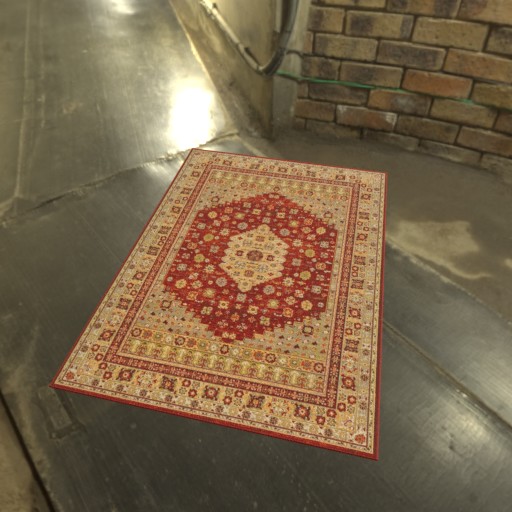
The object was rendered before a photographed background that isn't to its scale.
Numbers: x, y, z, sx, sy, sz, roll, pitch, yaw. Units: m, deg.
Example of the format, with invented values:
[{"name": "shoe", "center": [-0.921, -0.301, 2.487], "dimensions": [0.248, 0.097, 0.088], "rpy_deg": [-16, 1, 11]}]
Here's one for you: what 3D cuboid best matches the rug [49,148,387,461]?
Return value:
[{"name": "rug", "center": [0.000, 0.000, 2.815], "dimensions": [1.593, 0.013, 2.211], "rpy_deg": [9, 46, 9]}]
